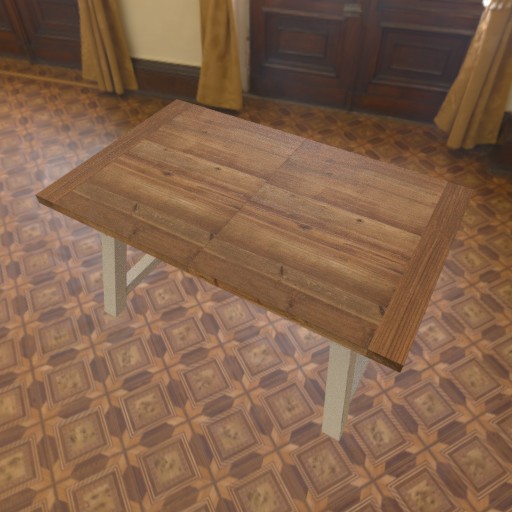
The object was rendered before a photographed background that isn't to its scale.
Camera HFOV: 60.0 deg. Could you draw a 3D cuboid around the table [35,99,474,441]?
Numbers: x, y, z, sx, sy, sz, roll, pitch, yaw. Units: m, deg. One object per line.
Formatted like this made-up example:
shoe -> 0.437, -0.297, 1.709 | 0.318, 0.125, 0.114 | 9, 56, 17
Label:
table -> 0.000, 0.000, 2.050 | 1.503, 0.743, 0.922 | 23, 51, 20
